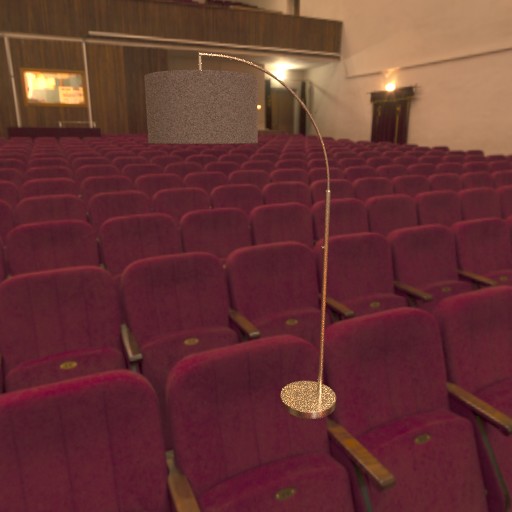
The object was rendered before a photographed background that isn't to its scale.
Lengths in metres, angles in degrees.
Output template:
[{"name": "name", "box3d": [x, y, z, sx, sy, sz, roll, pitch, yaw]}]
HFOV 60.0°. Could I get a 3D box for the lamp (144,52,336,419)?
[{"name": "lamp", "box3d": [0.000, 0.000, 2.093, 0.934, 1.735, 0.452, -7, 16, -24]}]
